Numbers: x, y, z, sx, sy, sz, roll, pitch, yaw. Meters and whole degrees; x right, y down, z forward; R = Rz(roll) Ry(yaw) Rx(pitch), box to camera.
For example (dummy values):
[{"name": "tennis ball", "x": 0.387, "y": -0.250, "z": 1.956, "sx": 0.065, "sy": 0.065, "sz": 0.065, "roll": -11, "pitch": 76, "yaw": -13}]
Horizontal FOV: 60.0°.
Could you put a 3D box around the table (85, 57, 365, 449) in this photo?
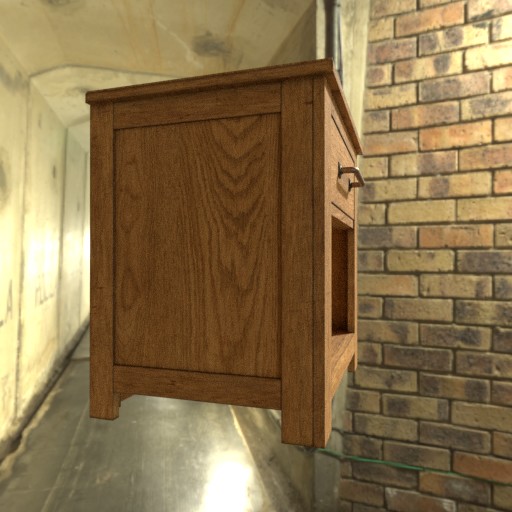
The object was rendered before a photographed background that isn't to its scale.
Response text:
[{"name": "table", "x": 0.000, "y": 0.000, "z": 1.052, "sx": 0.494, "sy": 0.625, "sz": 0.601, "roll": 0, "pitch": 0, "yaw": 18}]
